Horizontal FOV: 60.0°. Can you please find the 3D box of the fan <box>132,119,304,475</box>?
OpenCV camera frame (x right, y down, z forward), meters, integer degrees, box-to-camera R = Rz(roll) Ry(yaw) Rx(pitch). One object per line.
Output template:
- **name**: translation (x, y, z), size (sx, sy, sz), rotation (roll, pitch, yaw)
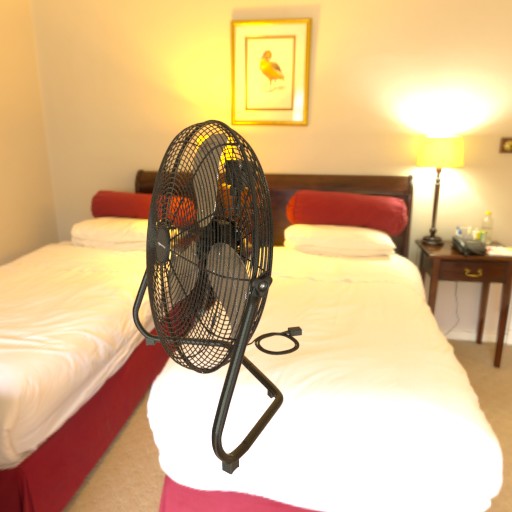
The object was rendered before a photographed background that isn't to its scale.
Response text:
- **fan**: translation (0.000, 0.000, 0.933), size (0.424, 0.546, 0.555), rotation (-8, 17, -26)
